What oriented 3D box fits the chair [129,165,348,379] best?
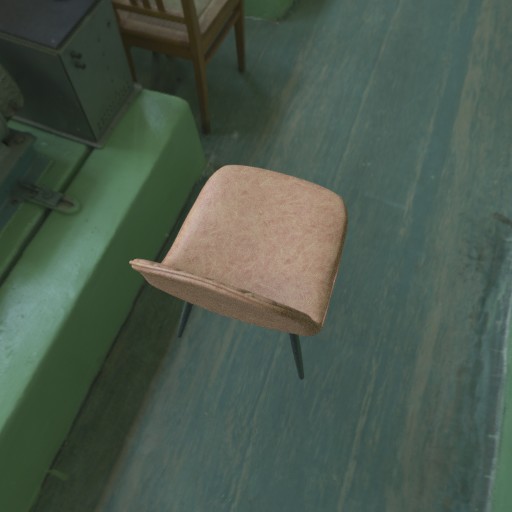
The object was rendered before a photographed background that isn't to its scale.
[{"bbox_3d":[0.000,0.000,1.228,0.472,0.889,0.561,17,65,8],"label":"chair"}]
